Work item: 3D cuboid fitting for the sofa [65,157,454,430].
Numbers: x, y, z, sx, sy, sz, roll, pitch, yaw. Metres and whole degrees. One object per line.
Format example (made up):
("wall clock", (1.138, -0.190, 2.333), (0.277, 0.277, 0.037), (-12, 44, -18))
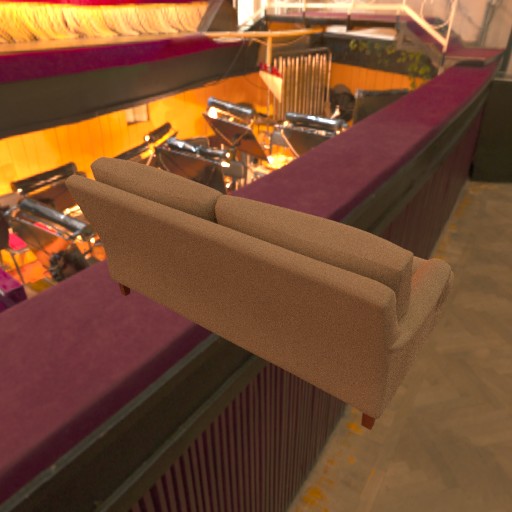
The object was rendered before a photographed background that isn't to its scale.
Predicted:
("sofa", (0.000, 0.000, 2.649), (2.070, 0.997, 1.091), (21, 37, 31))
